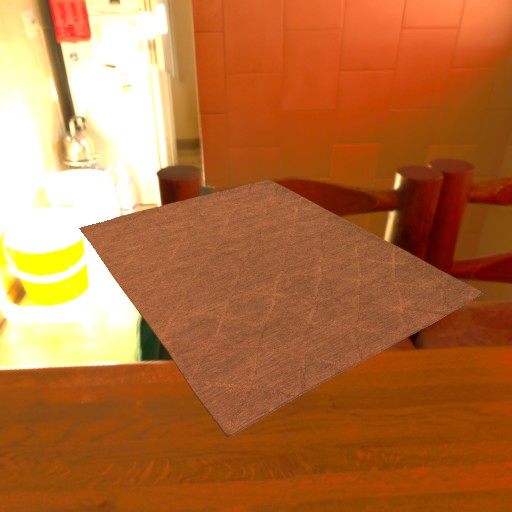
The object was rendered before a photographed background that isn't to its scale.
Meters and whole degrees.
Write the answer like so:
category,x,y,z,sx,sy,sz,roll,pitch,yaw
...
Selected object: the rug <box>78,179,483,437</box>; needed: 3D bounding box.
category,x,y,z,sx,sy,sz,roll,pitch,yaw
rug,0.000,0.000,4.089,2.438,0.013,3.048,-19,36,-29
